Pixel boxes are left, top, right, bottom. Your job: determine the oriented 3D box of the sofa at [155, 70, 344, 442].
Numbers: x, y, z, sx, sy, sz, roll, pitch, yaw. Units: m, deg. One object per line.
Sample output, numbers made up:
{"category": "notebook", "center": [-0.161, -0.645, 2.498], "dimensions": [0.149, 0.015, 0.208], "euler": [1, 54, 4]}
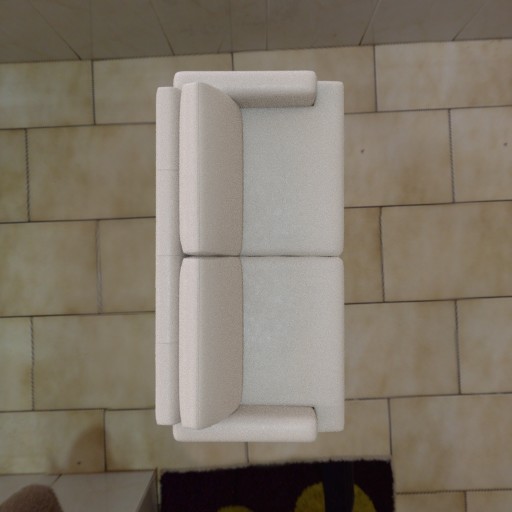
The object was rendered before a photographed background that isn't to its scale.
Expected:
{"category": "sofa", "center": [0.000, 0.000, 2.422], "dimensions": [0.974, 0.765, 1.940], "euler": [0, 89, 1]}
